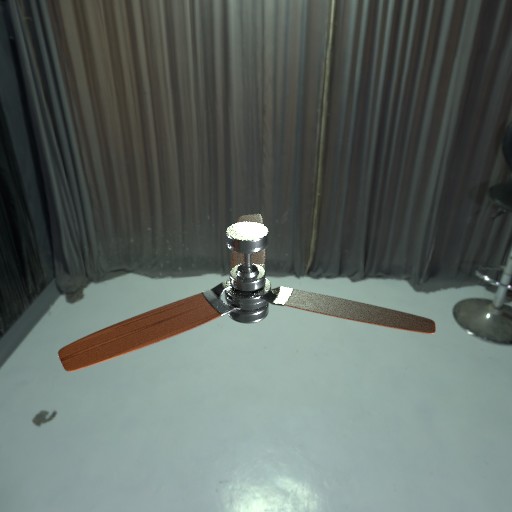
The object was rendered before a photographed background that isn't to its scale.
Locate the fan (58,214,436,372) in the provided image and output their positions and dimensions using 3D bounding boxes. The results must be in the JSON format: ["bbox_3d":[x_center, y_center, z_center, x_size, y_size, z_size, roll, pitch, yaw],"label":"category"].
[{"bbox_3d":[0.000,0.000,2.030,1.416,0.410,1.271,0,30,0],"label":"fan"}]
